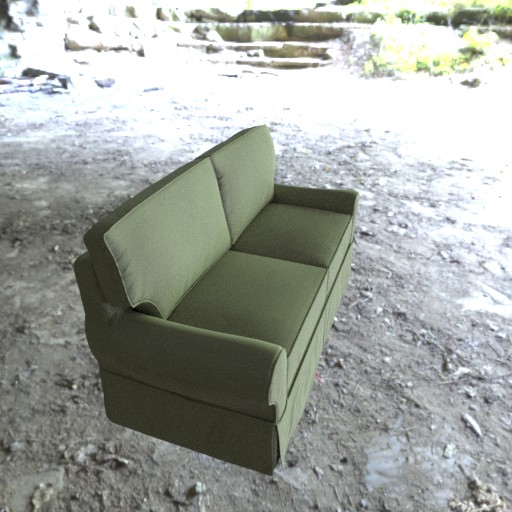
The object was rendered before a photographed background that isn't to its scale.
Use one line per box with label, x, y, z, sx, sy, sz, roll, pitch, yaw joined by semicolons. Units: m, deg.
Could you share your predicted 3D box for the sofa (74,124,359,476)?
sofa;0.000;0.000;2.332;0.841;1.024;1.823;11;31;18
